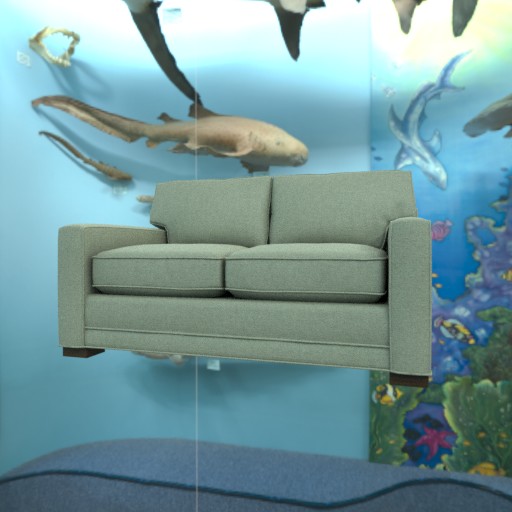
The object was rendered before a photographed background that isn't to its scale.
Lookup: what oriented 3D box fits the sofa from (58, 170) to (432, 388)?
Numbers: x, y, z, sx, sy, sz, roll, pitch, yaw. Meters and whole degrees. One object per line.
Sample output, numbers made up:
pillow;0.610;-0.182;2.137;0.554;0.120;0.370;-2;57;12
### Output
sofa;0.000;0.000;2.086;1.484;0.853;0.940;0;1;17
